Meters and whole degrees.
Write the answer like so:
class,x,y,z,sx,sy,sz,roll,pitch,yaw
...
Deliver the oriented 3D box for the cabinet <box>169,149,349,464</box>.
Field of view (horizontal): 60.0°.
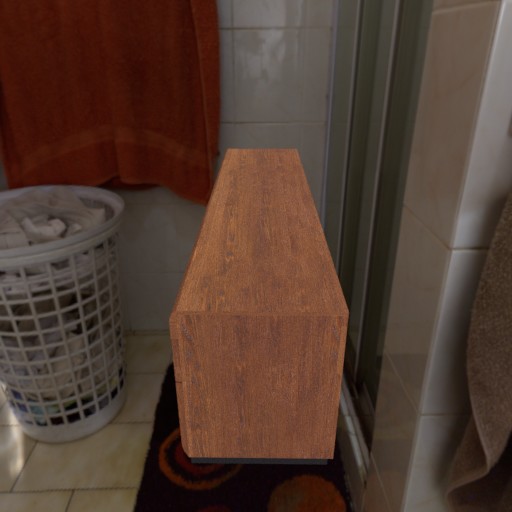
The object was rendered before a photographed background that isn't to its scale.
class,x,y,z,sx,sy,sz,roll,pitch,yaw
cabinet,0.000,0.000,1.782,0.419,0.510,1.600,0,26,1
